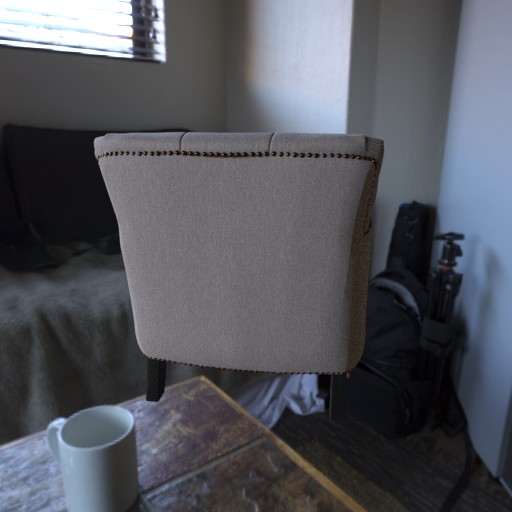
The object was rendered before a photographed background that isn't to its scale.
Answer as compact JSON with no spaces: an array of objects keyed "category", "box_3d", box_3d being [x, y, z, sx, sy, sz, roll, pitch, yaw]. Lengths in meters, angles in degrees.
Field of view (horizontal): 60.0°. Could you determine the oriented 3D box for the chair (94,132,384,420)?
[{"category":"chair","box_3d":[0.000,0.000,1.507,0.737,0.823,0.902,3,17,9]}]
